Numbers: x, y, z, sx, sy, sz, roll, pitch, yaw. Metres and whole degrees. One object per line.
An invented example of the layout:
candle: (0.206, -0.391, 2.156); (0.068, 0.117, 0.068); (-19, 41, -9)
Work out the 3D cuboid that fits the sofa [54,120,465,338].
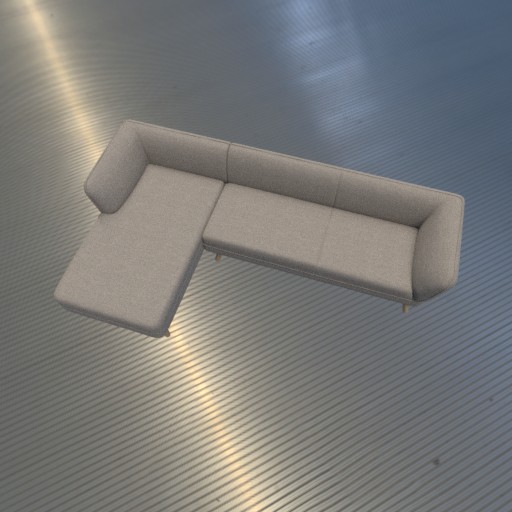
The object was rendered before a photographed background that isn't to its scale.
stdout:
sofa: (0.000, 0.000, 3.236); (2.653, 0.693, 1.532); (15, 60, 9)
